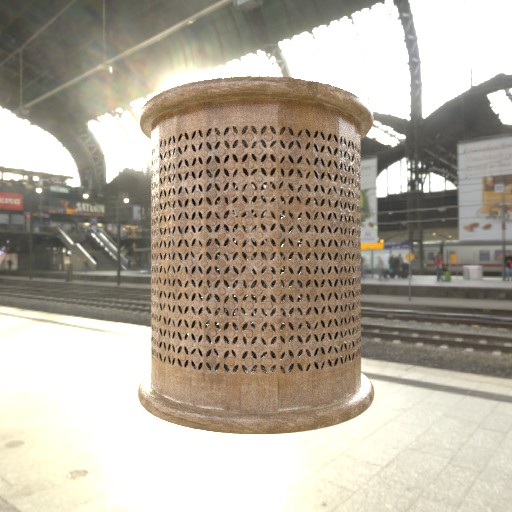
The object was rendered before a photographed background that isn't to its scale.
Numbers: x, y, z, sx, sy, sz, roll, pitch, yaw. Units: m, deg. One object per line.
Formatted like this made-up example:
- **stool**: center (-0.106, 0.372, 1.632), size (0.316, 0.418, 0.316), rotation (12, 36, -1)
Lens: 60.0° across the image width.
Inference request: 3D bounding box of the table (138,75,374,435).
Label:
- **table**: center (0.000, 0.000, 0.791), size (0.407, 0.482, 0.407), rotation (0, -1, 0)
